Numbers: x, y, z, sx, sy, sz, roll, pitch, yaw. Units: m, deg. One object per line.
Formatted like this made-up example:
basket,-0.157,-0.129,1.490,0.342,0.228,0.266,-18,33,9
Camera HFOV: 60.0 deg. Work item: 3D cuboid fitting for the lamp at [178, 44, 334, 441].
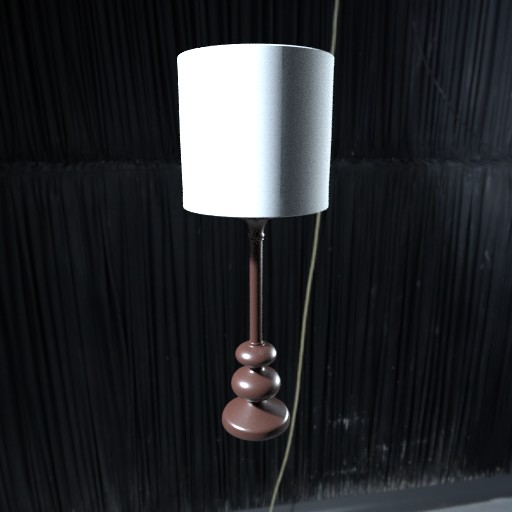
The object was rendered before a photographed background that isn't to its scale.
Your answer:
lamp,0.000,0.000,0.813,0.254,0.690,0.254,-2,15,-9
